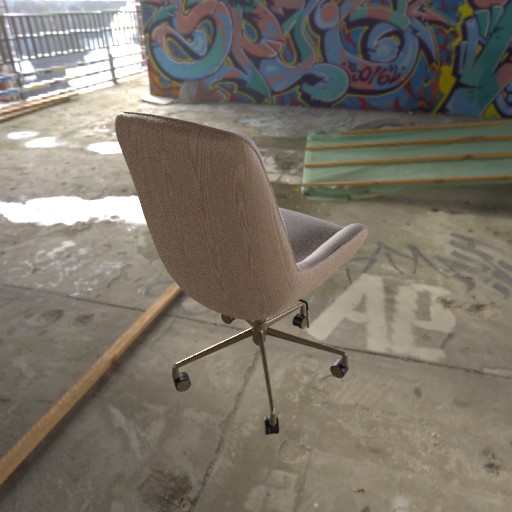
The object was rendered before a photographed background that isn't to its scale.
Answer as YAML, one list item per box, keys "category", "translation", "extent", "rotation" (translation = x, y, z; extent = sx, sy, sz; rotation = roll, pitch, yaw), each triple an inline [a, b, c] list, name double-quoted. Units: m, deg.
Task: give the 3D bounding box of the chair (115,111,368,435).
- category: "chair"
  translation: [0.000, 0.000, 1.377]
  extent: [0.564, 0.952, 0.668]
  rotation: [20, 36, 31]
